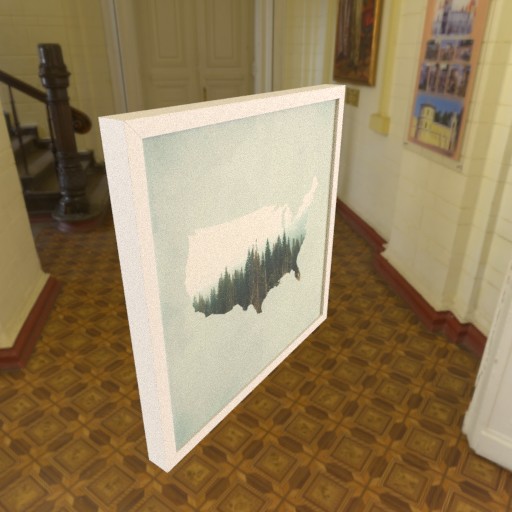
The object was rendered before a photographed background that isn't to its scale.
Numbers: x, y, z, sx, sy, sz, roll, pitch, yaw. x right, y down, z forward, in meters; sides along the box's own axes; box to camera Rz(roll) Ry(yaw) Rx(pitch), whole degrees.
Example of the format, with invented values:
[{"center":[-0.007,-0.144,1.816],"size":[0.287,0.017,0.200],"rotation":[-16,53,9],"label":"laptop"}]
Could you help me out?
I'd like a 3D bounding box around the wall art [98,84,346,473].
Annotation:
[{"center":[0.000,0.000,0.748],"size":[0.040,0.509,0.509],"rotation":[17,31,32],"label":"wall art"}]
